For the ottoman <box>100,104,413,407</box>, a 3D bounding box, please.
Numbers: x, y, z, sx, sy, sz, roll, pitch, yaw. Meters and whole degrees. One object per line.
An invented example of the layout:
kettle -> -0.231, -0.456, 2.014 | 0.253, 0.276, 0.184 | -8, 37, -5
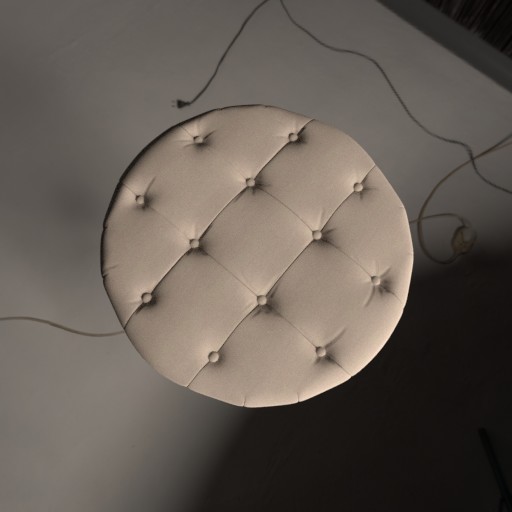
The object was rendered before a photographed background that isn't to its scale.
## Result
ottoman -> 0.000, 0.000, 1.416 | 0.901, 0.439, 0.901 | 0, 76, 0
